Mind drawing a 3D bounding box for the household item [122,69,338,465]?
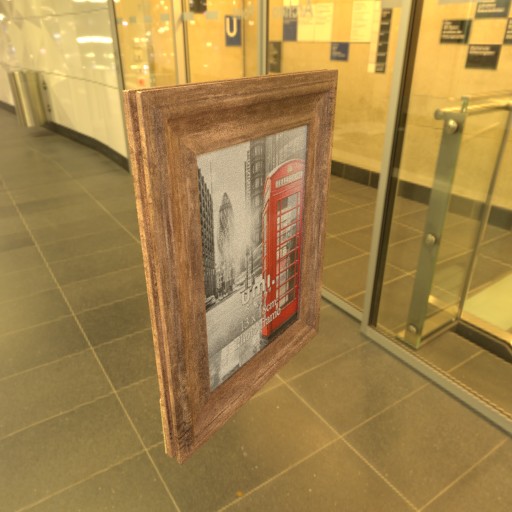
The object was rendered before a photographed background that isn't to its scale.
[{"bbox_3d":[0.000,0.000,0.316,0.018,0.237,0.186,18,32,32],"label":"household item"}]
